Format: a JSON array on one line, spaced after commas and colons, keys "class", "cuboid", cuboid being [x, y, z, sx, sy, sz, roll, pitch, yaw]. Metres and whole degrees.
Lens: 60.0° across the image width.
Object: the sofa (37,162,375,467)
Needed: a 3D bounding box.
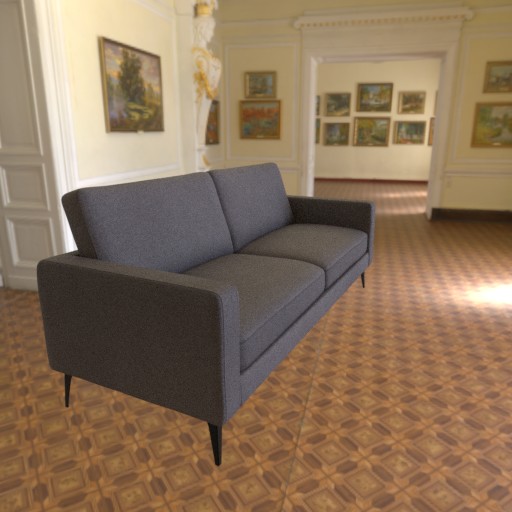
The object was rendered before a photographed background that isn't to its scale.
[{"class": "sofa", "cuboid": [0.000, 0.000, 2.242, 0.774, 0.828, 1.925, 8, 17, 26]}]
